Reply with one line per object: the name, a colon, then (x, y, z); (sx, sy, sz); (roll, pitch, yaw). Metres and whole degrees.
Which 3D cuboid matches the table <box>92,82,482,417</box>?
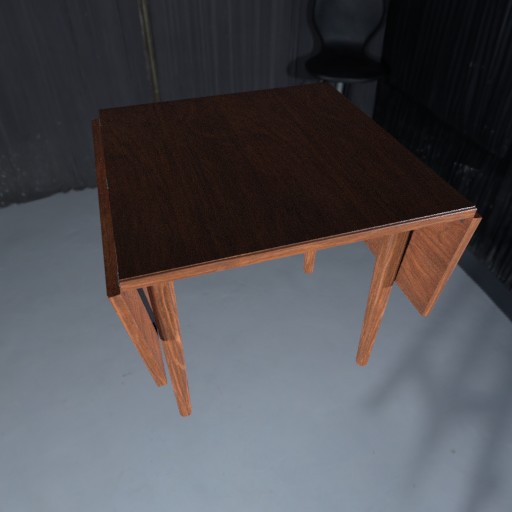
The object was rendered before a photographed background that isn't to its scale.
table: (0.000, 0.000, 1.447); (0.843, 0.763, 0.812); (-12, 43, -13)
